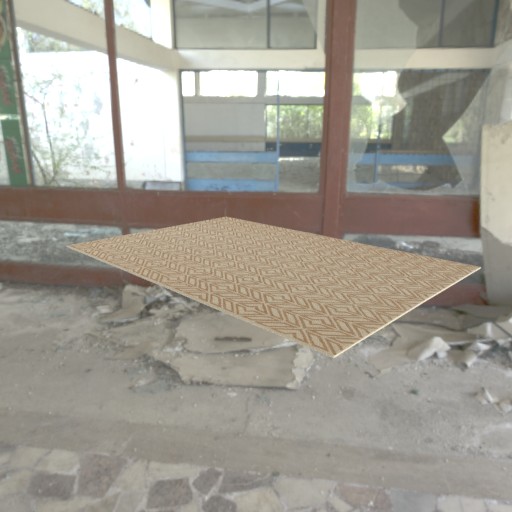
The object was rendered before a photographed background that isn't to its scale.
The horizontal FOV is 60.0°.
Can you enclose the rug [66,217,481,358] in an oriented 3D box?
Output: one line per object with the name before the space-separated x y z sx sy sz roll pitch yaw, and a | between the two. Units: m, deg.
rug | 0.000 0.000 2.322 1.828 0.007 1.220 15 22 42
